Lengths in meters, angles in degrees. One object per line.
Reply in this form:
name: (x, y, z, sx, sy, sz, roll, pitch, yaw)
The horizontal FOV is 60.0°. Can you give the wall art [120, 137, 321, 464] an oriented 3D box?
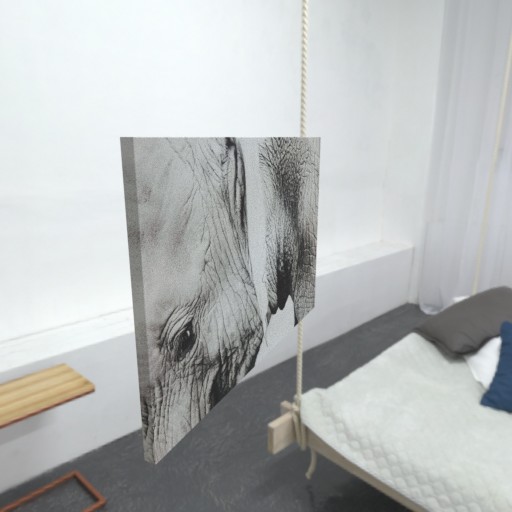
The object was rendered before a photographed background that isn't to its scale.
wall art: (0.000, 0.000, 1.463, 0.035, 0.758, 1.141, 7, 17, 26)
